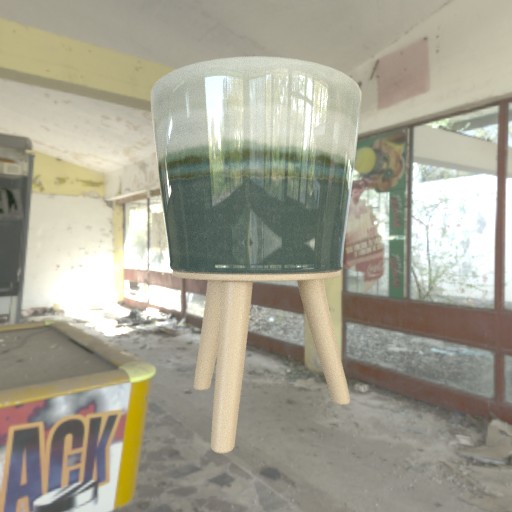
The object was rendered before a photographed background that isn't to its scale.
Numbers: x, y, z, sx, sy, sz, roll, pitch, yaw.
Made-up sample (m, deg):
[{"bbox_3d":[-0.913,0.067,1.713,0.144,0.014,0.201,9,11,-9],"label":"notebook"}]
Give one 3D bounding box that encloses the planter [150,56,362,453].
[{"bbox_3d":[0.000,0.000,0.470,0.217,0.331,0.217,0,1,0],"label":"planter"}]
